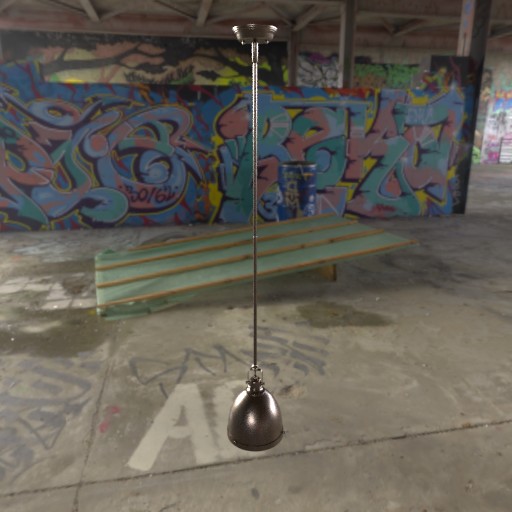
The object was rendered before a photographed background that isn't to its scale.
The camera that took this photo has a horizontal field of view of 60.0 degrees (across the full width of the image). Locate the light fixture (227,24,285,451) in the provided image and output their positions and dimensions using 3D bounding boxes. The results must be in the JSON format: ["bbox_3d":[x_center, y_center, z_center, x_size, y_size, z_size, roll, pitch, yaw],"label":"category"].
[{"bbox_3d":[0.000,0.000,1.473,0.217,1.367,0.211,2,16,9],"label":"light fixture"}]
